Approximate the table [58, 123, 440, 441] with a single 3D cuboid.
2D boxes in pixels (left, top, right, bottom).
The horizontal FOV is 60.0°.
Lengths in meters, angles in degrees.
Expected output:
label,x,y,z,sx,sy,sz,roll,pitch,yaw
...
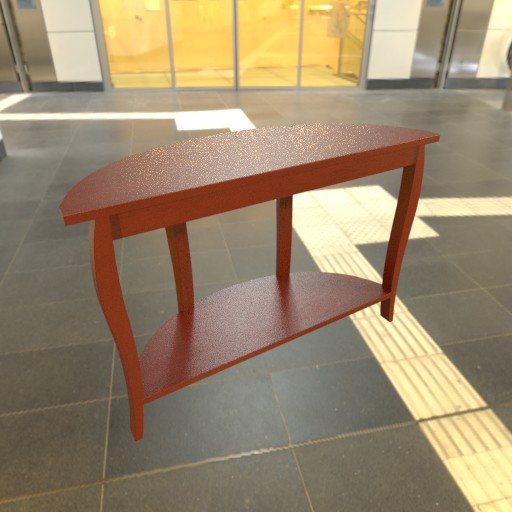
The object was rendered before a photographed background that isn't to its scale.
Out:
label,x,y,z,sx,sy,sz,roll,pitch,yaw
table,0.000,0.000,1.568,1.219,0.779,0.405,-17,35,-27
